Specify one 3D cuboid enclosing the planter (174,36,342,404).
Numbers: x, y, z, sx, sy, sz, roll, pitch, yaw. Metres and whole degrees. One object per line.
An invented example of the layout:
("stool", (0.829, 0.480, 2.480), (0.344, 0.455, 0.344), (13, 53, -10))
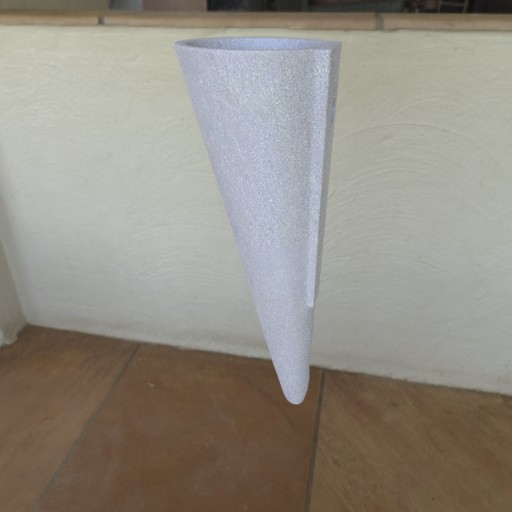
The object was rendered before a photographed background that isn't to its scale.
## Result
("planter", (0.000, 0.000, 0.297), (0.087, 0.259, 0.078), (8, 31, 13))
